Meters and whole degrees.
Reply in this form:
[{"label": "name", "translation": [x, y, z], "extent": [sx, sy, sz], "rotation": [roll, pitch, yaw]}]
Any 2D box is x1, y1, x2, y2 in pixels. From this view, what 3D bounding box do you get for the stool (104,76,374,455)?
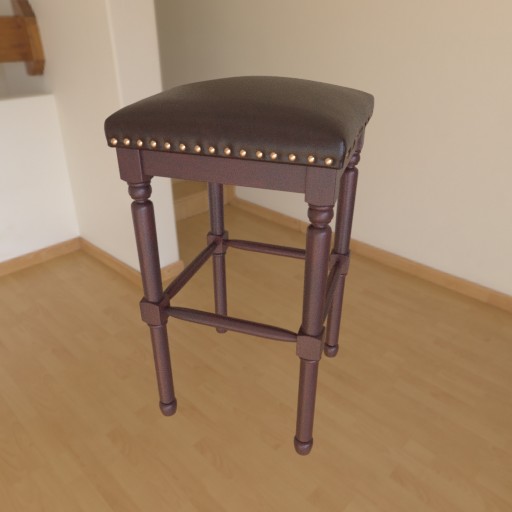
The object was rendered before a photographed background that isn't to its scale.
[{"label": "stool", "translation": [0.000, 0.000, 0.936], "extent": [0.383, 0.702, 0.382], "rotation": [9, 30, 17]}]
